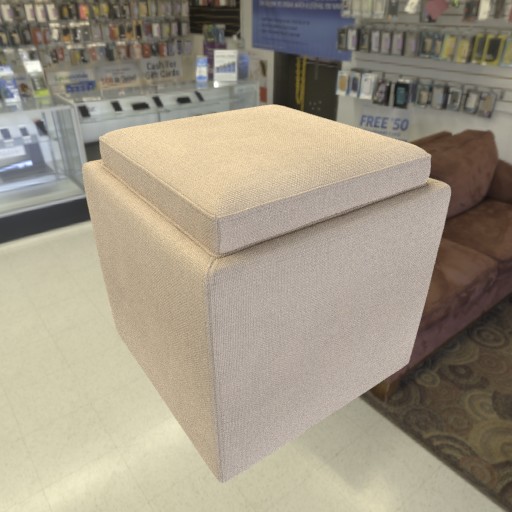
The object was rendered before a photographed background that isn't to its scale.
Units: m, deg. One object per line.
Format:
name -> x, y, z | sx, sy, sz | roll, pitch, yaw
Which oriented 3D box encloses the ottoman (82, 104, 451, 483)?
ottoman -> 0.000, 0.000, 0.801 | 0.450, 0.460, 0.451 | -20, 36, -30
